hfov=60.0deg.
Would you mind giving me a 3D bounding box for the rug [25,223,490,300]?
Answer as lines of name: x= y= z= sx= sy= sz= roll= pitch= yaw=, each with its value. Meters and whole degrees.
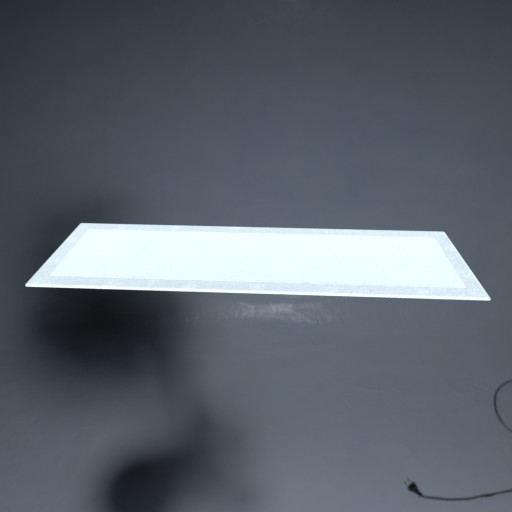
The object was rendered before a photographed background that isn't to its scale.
rug: x=0.000 y=0.000 z=2.632 sx=2.430 sy=0.012 sz=0.759 roll=2 pitch=30 yaw=3
